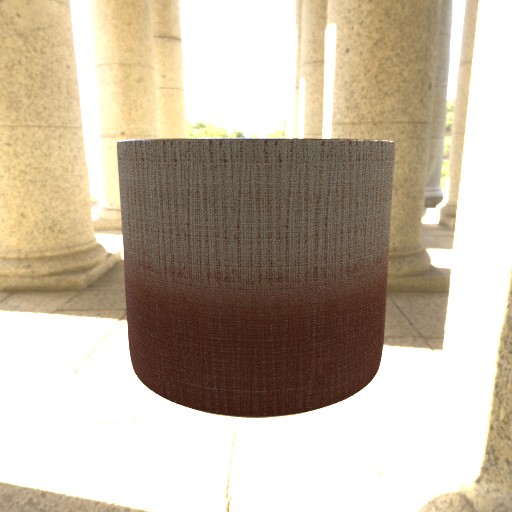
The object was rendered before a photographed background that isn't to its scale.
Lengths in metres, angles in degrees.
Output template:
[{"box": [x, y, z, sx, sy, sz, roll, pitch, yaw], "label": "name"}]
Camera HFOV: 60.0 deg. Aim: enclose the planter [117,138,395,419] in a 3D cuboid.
[{"box": [0.000, 0.000, 0.439, 0.254, 0.221, 0.254, 0, 14, 0], "label": "planter"}]
